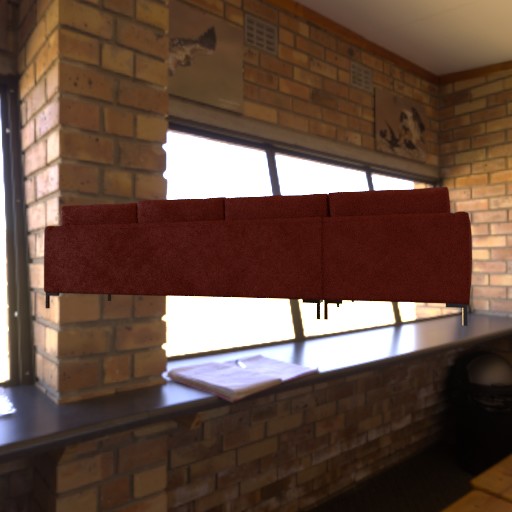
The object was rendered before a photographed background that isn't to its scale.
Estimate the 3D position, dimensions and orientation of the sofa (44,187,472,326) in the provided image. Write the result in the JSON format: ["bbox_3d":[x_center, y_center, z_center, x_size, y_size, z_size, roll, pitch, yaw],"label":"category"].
[{"bbox_3d":[0.000,0.000,2.905,2.467,0.663,1.136,0,-1,19],"label":"sofa"}]
